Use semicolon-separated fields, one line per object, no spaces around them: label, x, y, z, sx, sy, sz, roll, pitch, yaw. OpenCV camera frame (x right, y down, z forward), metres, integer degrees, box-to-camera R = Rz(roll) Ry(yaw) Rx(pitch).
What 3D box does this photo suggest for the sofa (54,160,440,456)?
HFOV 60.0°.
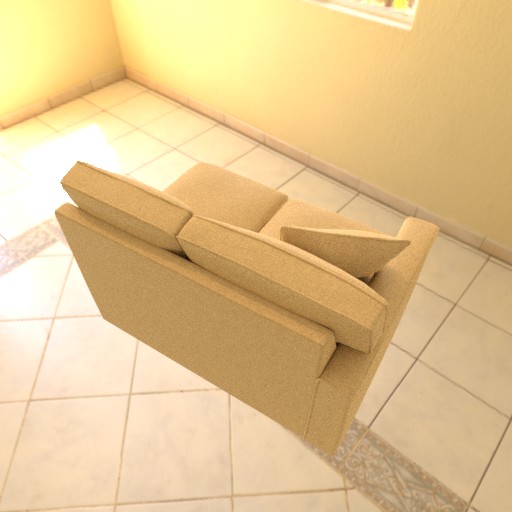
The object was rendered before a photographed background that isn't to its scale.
sofa;0.000;0.000;2.090;1.388;0.989;0.991;24;52;21
